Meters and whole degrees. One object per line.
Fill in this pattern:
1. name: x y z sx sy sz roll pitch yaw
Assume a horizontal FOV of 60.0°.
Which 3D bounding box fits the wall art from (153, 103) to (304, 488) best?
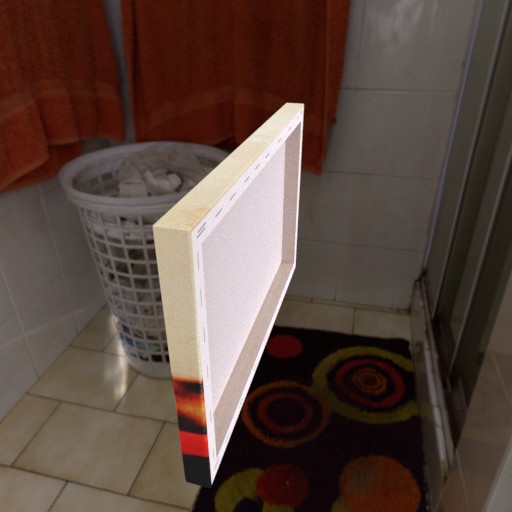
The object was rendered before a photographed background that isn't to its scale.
1. wall art: 0.000 0.000 0.777 0.040 0.402 0.613 8 31 13
